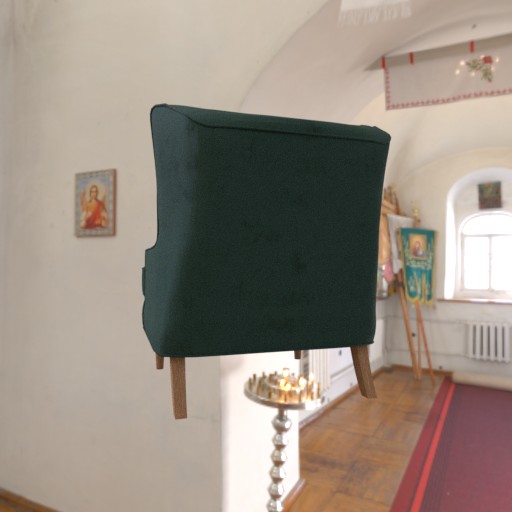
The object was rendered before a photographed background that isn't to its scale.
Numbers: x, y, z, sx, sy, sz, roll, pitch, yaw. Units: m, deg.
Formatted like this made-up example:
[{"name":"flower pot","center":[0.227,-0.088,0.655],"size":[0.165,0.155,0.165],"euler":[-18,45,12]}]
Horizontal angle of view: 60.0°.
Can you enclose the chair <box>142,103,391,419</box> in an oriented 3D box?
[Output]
[{"name":"chair","center":[0.000,0.000,1.653],"size":[0.793,0.952,0.910],"euler":[0,-1,-18]}]
